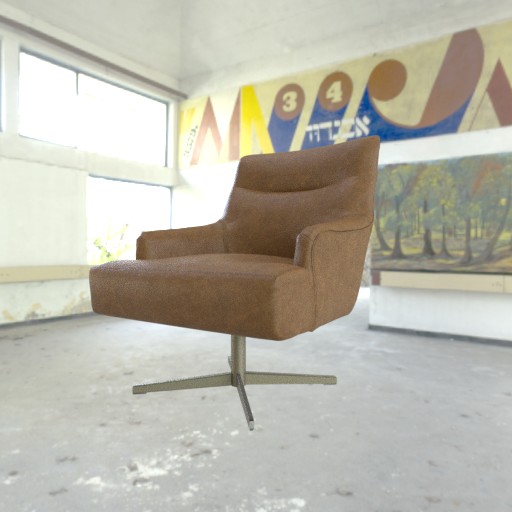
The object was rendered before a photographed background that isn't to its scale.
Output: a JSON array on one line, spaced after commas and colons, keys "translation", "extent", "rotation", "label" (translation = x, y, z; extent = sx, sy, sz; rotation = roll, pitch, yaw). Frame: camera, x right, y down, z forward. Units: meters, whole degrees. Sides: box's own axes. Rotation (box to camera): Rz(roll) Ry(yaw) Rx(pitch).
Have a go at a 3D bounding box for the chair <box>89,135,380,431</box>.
[{"translation": [0.000, 0.000, 1.524], "extent": [0.729, 0.869, 0.874], "rotation": [1, 1, 37], "label": "chair"}]
